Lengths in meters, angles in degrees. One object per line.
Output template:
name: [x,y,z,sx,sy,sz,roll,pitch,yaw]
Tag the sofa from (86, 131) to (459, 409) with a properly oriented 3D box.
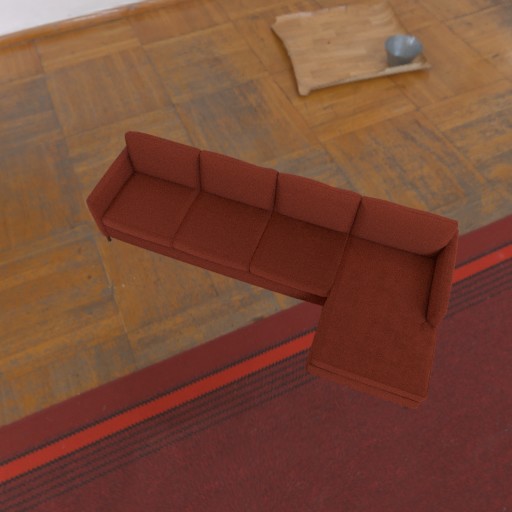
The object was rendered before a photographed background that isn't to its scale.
sofa: [0.000,0.000,3.532,2.932,0.810,1.350,18,59,11]
